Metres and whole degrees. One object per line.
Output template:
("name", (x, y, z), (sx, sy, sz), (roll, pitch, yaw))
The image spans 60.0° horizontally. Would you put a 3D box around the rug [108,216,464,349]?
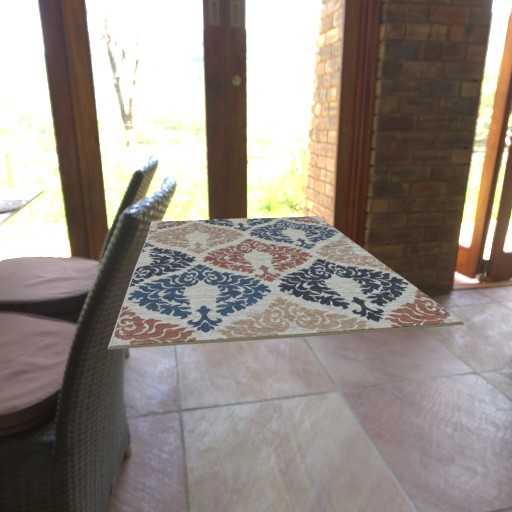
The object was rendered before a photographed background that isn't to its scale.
("rug", (0.000, 0.000, 2.903), (1.514, 0.014, 2.275), (-3, 17, -8))
